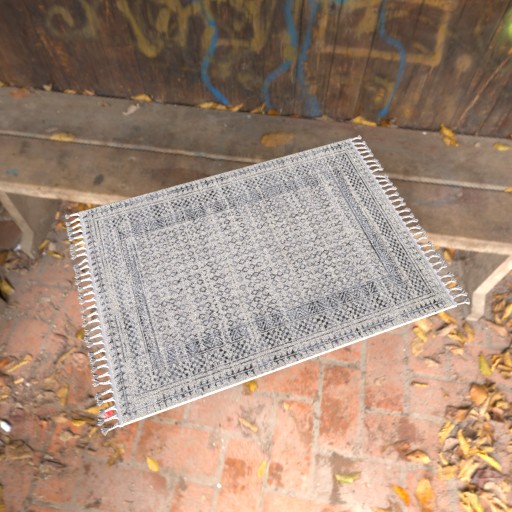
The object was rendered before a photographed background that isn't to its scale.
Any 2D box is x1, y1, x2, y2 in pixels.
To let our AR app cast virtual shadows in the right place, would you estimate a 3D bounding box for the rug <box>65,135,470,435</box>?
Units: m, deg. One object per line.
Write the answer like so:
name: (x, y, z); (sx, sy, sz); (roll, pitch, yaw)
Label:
rug: (0.000, 0.000, 2.354); (1.872, 0.013, 1.243); (-17, 61, -10)
